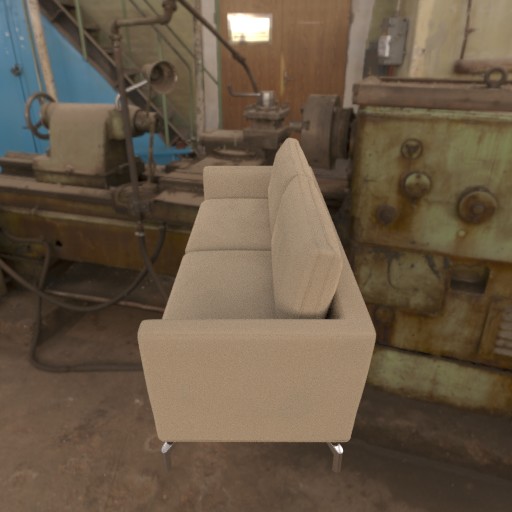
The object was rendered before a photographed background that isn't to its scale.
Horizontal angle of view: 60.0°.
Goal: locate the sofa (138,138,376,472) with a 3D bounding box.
[{"bbox_3d":[0.000,0.000,2.634,0.868,1.005,2.214,0,27,0],"label":"sofa"}]
